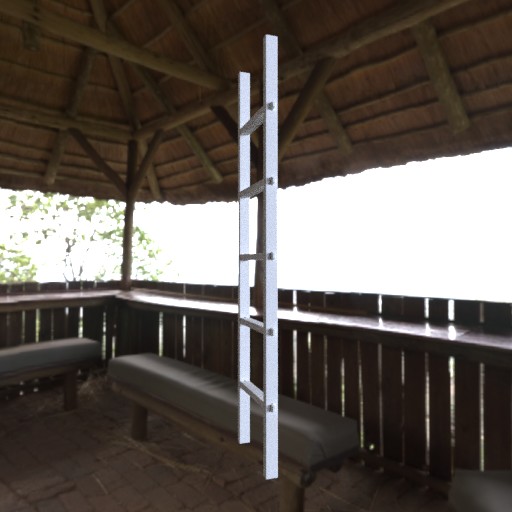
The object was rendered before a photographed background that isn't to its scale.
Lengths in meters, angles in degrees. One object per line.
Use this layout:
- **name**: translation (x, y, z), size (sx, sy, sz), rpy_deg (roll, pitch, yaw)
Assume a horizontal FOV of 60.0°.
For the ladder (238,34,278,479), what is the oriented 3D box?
- **ladder**: translation (0.000, 0.000, 1.987), size (0.051, 1.797, 0.452), rpy_deg (0, -1, -19)
